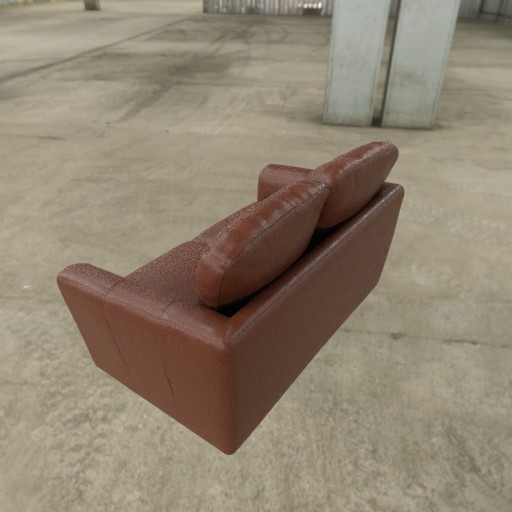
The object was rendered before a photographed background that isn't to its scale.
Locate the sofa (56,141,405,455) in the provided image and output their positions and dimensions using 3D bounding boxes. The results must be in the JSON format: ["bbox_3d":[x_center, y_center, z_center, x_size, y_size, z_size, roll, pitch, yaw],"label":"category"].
[{"bbox_3d":[0.000,0.000,1.935,0.805,0.906,1.406,21,38,30],"label":"sofa"}]
